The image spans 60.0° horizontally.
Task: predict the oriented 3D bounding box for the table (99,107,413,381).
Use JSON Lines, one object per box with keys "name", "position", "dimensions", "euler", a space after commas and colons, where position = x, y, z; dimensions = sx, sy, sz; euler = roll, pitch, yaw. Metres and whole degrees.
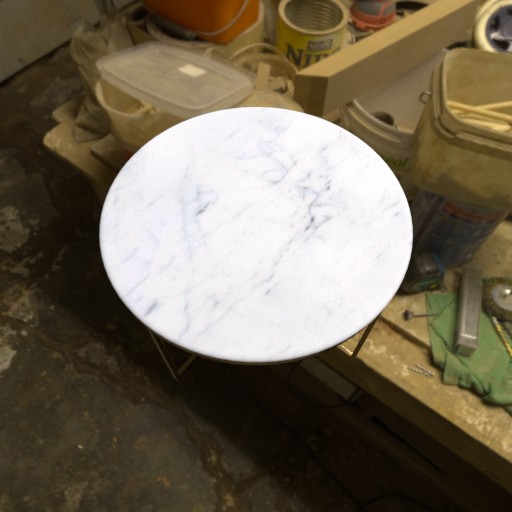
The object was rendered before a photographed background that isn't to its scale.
{"name": "table", "position": [0.000, 0.000, 1.337], "dimensions": [0.800, 0.450, 0.800], "euler": [0, 59, 0]}
